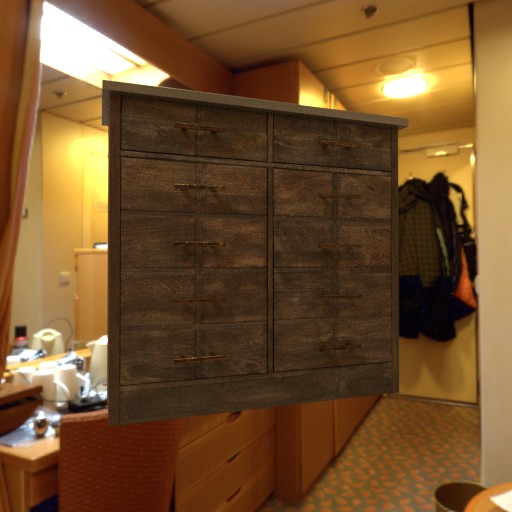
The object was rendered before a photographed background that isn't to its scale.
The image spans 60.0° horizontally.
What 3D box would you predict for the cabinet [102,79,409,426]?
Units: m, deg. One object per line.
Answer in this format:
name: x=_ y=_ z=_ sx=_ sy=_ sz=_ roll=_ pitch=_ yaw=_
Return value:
cabinet: x=0.000 y=0.000 z=1.468 sx=0.968 sy=0.919 sz=0.338 roll=0 pitch=-1 yaw=-19
